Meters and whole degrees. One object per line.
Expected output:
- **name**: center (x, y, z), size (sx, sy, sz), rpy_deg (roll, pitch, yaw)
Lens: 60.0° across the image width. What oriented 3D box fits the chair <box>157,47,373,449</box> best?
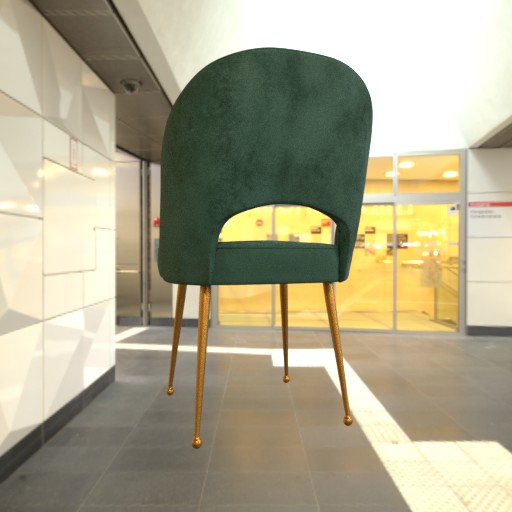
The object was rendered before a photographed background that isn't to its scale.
- **chair**: center (0.000, 0.000, 1.193), size (0.527, 0.860, 0.577), rpy_deg (0, 1, -20)
